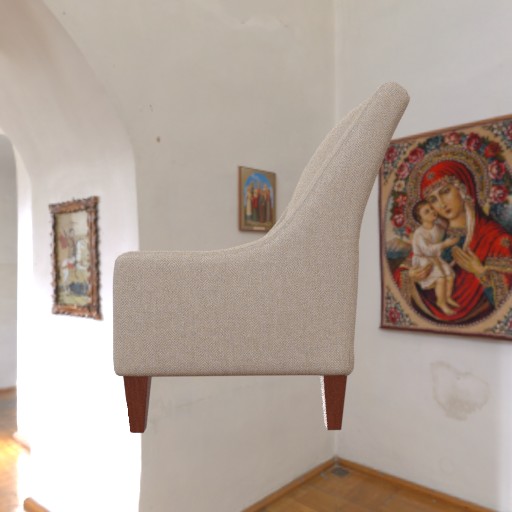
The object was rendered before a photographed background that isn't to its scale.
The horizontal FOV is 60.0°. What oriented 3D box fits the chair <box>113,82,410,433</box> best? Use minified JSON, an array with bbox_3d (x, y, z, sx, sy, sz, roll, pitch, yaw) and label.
[{"bbox_3d":[0.000,0.000,1.631,0.870,1.014,0.774,0,0,-2],"label":"chair"}]
